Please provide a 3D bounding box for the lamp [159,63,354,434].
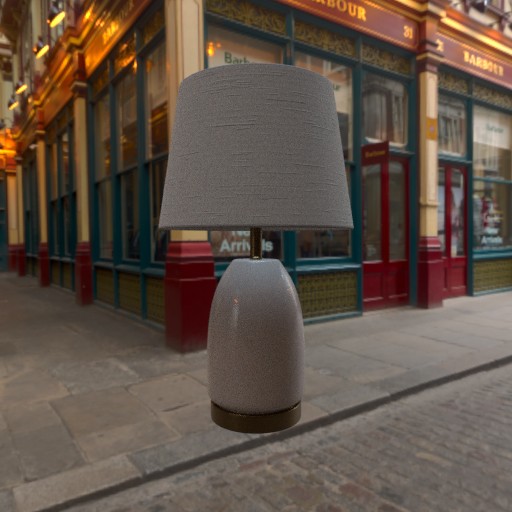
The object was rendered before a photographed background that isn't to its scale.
[{"bbox_3d":[0.000,0.000,0.665,0.285,0.483,0.285,0,2,0],"label":"lamp"}]
